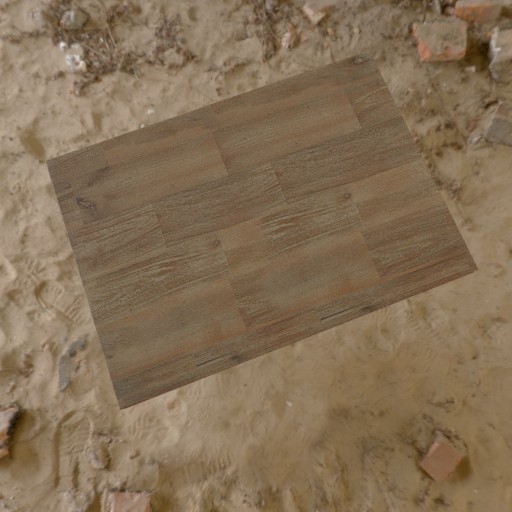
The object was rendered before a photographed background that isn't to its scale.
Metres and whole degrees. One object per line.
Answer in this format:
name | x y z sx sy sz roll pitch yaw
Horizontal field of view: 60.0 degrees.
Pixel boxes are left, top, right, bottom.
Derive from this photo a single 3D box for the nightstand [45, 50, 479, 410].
nightstand | 0.000 0.000 0.958 0.552 0.589 0.396 -20 78 -4
